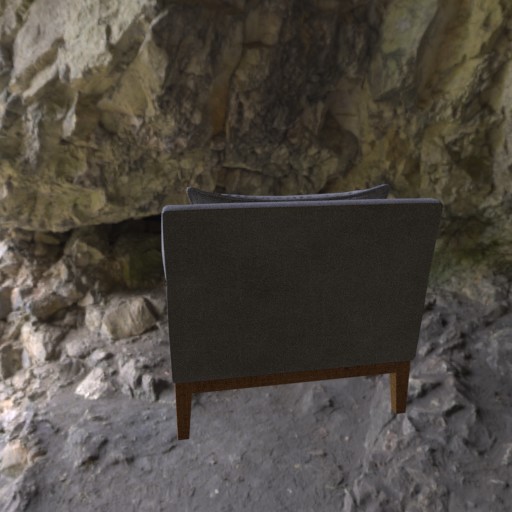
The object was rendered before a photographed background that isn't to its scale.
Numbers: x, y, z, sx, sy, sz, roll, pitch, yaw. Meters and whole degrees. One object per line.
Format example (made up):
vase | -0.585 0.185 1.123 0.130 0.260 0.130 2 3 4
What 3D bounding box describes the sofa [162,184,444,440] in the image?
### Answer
sofa | 0.000 0.000 2.262 0.894 0.859 1.779 -3 15 -10
